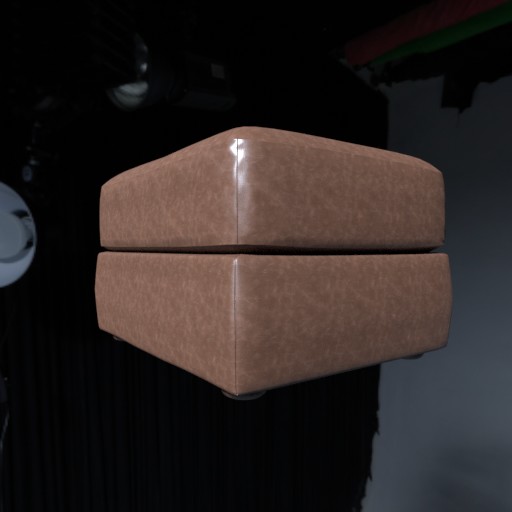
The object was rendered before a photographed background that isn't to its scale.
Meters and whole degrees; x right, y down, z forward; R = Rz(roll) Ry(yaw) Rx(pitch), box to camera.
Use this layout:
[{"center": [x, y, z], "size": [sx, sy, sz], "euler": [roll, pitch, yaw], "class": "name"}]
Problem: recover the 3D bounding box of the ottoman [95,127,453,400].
[{"center": [0.000, 0.000, 1.127], "size": [0.603, 0.476, 0.751], "euler": [-1, 1, -36], "class": "ottoman"}]
